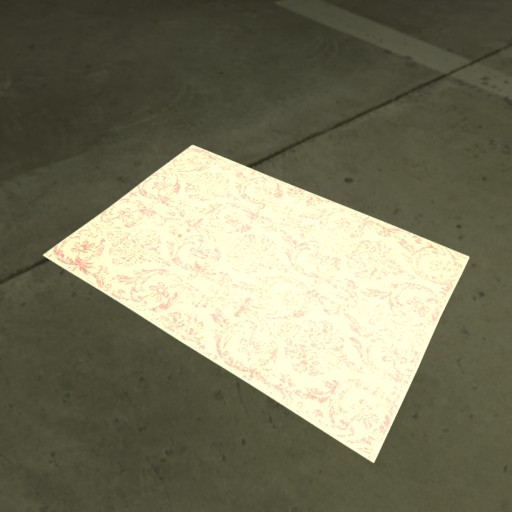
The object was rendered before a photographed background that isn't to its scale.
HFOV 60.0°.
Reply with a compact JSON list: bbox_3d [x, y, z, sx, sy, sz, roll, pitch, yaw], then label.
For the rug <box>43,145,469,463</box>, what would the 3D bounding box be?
[{"bbox_3d":[0.000,0.000,3.419,2.746,0.018,1.819,26,53,22],"label":"rug"}]
